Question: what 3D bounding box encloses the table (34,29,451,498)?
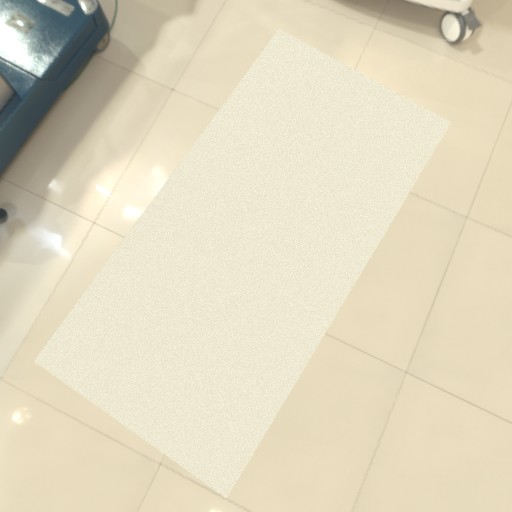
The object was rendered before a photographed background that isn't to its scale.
[{"bbox_3d":[0.000,0.000,1.237,0.500,0.441,1.000,32,79,7],"label":"table"}]
